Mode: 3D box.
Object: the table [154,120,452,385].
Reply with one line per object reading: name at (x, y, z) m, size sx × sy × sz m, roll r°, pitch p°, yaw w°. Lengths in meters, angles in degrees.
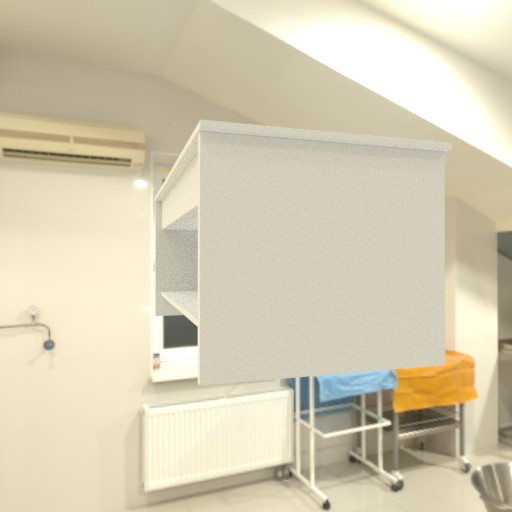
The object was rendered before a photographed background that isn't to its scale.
table at (0.000, 0.000, 1.277) m, size 0.500 × 0.441 × 1.000 m, roll 0°, pitch 0°, yaw -17°
